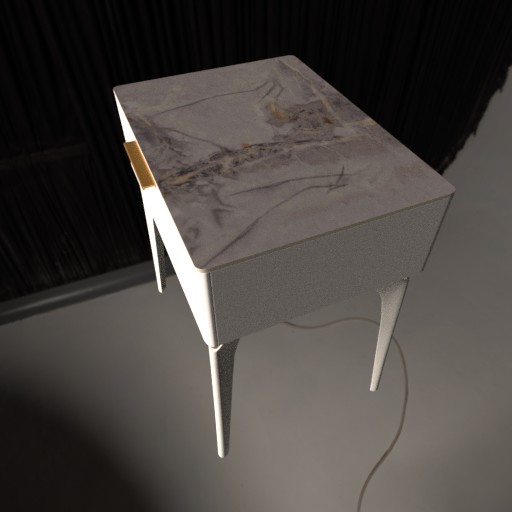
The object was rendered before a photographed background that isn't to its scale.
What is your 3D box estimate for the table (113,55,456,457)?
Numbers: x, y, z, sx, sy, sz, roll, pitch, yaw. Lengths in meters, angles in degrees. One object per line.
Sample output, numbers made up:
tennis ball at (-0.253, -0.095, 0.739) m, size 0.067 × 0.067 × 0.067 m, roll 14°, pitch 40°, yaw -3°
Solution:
table at (0.000, 0.000, 0.912) m, size 0.400 × 0.570 × 0.500 m, roll -17°, pitch 48°, yaw -16°
